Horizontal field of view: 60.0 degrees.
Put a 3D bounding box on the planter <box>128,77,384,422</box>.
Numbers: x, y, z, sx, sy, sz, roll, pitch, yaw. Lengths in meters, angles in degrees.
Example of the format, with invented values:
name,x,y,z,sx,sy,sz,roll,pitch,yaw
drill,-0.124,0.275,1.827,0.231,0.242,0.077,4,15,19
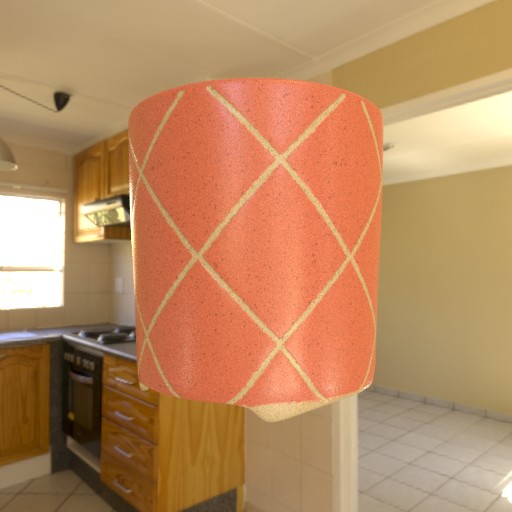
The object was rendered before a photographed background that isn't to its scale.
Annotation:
name,x,y,z,sx,sy,sz,roll,pitch,yaw
planter,0.000,0.000,0.407,0.227,0.235,0.227,0,-2,0
